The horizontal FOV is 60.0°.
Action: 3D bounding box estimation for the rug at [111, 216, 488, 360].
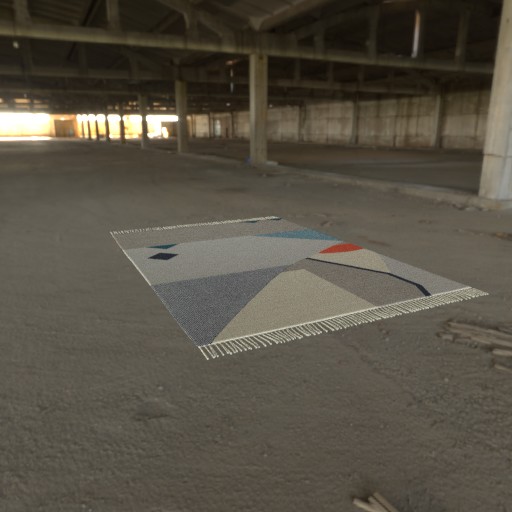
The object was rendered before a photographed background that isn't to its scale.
[{"bbox_3d":[0.000,0.000,2.332,1.220,0.005,1.828,-8,18,-25],"label":"rug"}]
